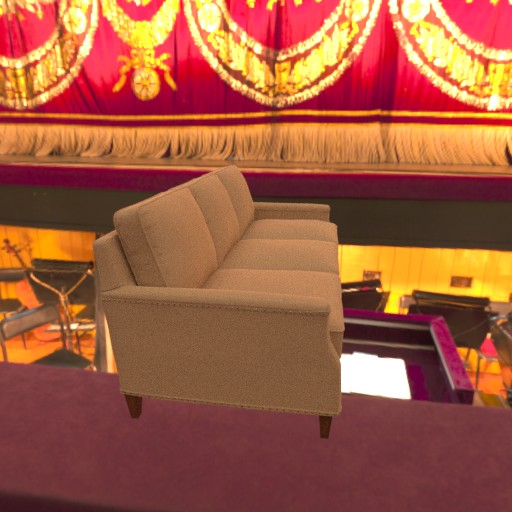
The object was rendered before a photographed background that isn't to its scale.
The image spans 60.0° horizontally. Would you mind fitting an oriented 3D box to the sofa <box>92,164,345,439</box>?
[{"bbox_3d":[0.000,0.000,2.894,1.084,1.003,2.246,3,17,9],"label":"sofa"}]
